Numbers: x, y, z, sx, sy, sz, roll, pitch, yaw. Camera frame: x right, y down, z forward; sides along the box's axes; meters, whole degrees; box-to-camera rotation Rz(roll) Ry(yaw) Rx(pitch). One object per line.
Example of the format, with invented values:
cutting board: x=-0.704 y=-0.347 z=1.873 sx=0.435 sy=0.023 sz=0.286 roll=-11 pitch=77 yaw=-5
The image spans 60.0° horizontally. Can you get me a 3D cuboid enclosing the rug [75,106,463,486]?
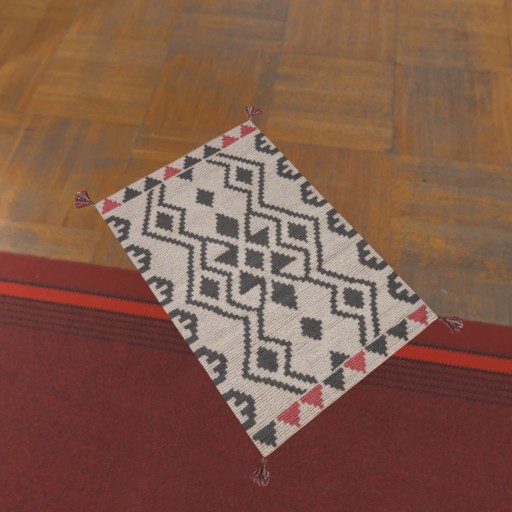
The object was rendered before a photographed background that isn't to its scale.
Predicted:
rug: x=0.000 y=0.000 z=2.648 sx=1.444 sy=0.067 sz=2.069 roll=-33 pitch=68 yaw=-15
